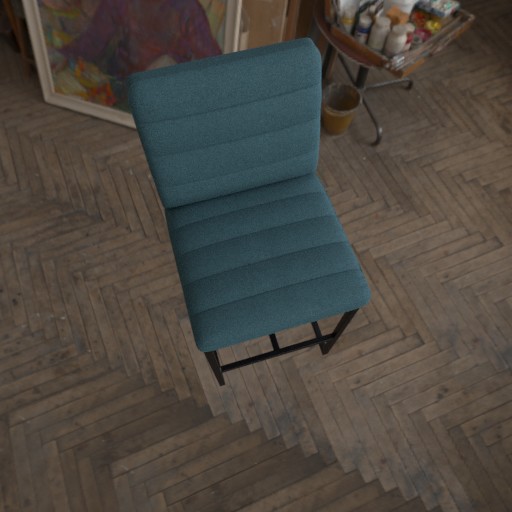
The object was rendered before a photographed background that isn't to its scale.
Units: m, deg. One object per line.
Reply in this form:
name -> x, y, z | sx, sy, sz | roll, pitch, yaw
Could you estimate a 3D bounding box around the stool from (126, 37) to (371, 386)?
stool -> 0.000, 0.000, 1.352 | 0.460, 1.040, 0.560 | -15, 66, -7
